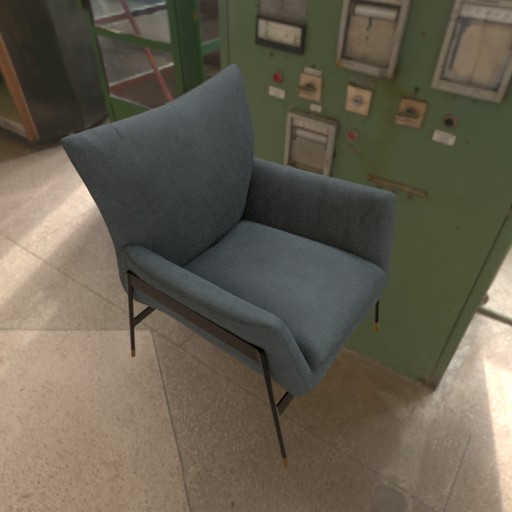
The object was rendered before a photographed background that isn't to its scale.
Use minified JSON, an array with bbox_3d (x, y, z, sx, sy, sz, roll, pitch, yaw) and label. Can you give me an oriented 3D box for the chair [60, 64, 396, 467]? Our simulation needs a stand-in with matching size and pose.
[{"bbox_3d":[0.000,0.000,1.377,0.709,0.858,0.678,26,47,26],"label":"chair"}]
